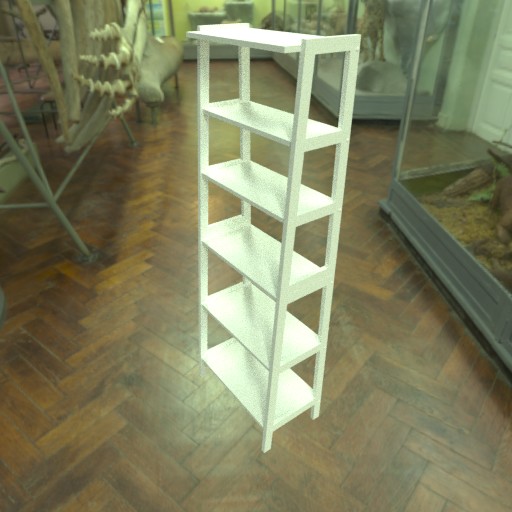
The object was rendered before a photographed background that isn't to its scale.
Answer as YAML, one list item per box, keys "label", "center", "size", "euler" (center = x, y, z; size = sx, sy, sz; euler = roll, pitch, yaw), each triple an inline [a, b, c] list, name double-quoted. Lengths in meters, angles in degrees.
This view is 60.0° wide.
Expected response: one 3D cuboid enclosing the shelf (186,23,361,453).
- label: "shelf"
  center: [0.000, 0.000, 2.082]
  size: [0.381, 1.892, 0.660]
  euler: [-21, 37, -31]
